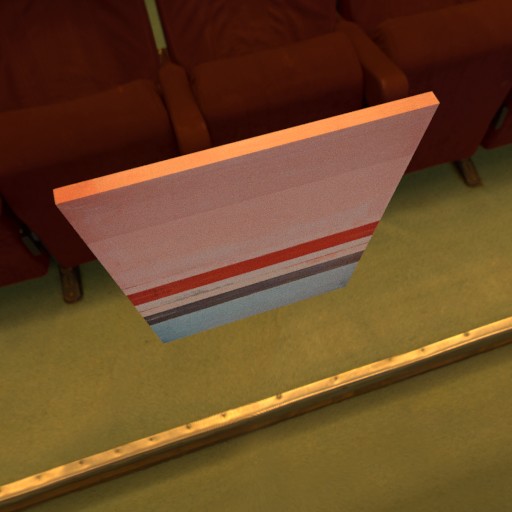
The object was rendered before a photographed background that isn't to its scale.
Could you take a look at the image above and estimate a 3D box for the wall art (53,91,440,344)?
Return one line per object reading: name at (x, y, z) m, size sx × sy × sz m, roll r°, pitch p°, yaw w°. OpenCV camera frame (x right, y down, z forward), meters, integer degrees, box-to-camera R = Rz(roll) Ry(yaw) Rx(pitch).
wall art at (0.000, 0.000, 1.305) m, size 0.761 × 1.016 × 0.039 m, roll -17°, pitch 66°, yaw -8°
